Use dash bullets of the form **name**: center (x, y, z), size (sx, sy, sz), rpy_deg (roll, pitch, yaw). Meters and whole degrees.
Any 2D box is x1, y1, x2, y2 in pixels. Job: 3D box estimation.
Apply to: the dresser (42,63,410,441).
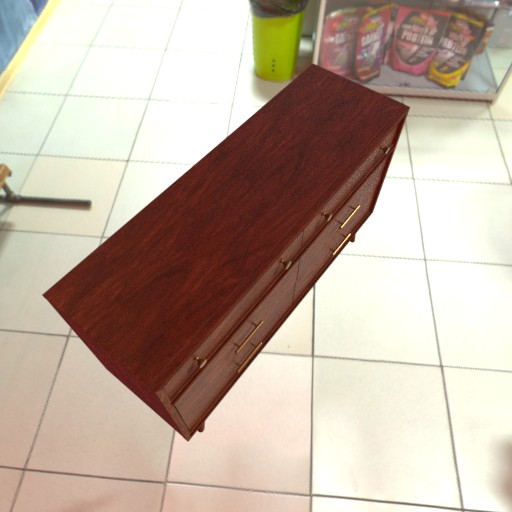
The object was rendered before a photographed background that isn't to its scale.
- **dresser**: center (0.000, 0.000, 1.949), size (0.500, 0.889, 1.472), rpy_deg (33, 63, 19)
